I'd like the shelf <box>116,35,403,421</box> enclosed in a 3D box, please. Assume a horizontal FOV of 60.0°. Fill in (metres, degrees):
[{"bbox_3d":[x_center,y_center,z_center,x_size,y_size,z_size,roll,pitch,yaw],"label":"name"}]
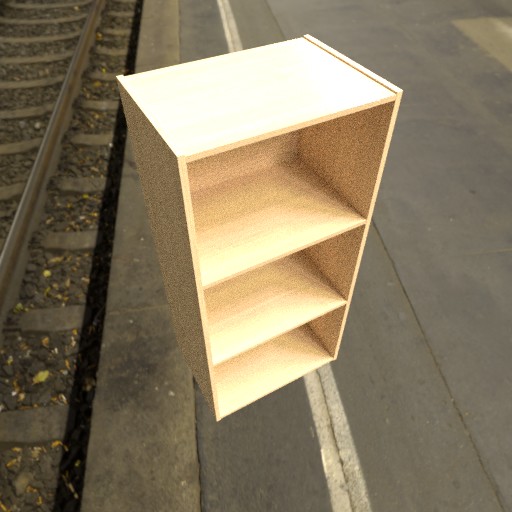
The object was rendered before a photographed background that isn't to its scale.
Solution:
[{"bbox_3d":[0.000,0.000,1.095,0.417,0.876,0.292,-22,50,-20],"label":"shelf"}]
